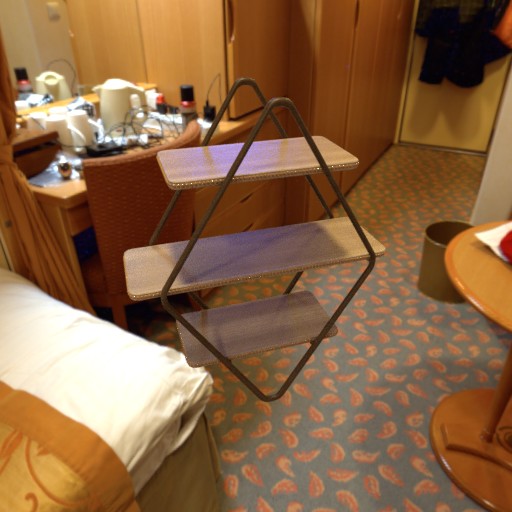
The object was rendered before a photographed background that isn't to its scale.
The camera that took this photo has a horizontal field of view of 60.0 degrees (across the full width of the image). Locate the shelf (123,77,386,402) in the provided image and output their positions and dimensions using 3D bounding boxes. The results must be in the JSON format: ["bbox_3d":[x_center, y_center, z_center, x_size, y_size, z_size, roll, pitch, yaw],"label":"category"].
[{"bbox_3d":[0.000,0.000,1.066,0.609,0.774,0.234,-9,32,-15],"label":"shelf"}]
